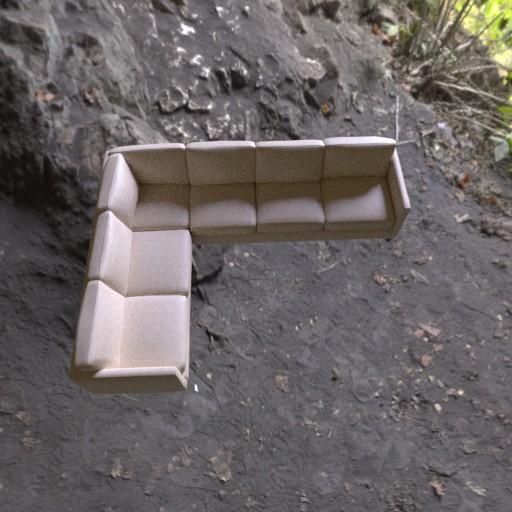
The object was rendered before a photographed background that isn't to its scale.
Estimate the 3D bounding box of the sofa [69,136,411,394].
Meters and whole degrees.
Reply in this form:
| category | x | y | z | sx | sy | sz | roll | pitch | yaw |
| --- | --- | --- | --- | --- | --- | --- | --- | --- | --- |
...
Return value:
| category | x | y | z | sx | sy | sz | roll | pitch | yaw |
| --- | --- | --- | --- | --- | --- | --- | --- | --- | --- |
| sofa | 0.000 | 0.000 | 4.593 | 3.302 | 0.947 | 2.593 | -2 | 62 | -1 |
